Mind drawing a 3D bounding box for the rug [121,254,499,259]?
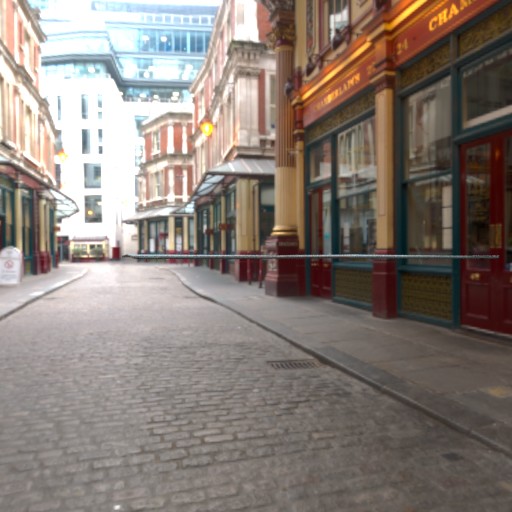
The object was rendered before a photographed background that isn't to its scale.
[{"bbox_3d":[0.000,0.000,2.847,1.611,0.026,2.260,0,0,-18],"label":"rug"}]
